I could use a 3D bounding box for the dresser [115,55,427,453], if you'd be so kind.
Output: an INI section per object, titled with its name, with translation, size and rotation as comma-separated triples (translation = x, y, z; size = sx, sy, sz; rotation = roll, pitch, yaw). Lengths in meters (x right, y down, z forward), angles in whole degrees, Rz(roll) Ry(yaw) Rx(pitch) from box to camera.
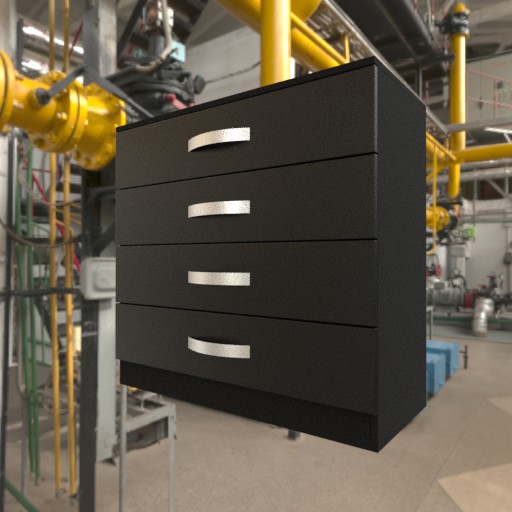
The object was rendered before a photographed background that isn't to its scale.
[dresser]
translation = 0.000, 0.000, 1.139
size = 0.750, 0.720, 0.360
rotation = 0, 0, 36
